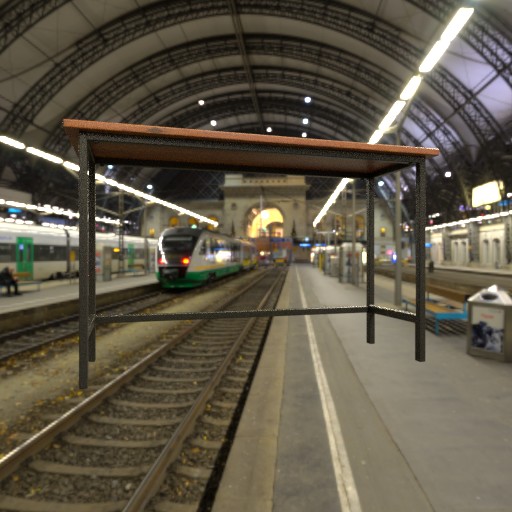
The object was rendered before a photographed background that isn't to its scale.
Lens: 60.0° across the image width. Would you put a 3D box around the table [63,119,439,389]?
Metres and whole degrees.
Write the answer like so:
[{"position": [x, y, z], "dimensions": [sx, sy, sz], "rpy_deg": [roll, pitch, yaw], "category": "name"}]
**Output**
[{"position": [0.000, 0.000, 1.558], "dimensions": [1.204, 0.740, 0.408], "rpy_deg": [0, 0, -16], "category": "table"}]
